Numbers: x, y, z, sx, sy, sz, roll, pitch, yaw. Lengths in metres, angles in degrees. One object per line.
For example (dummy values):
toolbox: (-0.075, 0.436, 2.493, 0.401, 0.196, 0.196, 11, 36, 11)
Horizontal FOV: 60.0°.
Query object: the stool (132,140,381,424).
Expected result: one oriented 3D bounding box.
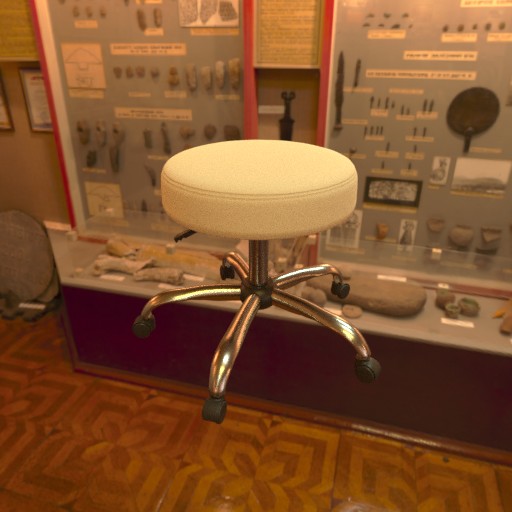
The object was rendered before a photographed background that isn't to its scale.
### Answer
stool: (0.000, 0.000, 1.046, 0.634, 0.482, 0.614, 8, 28, 16)
